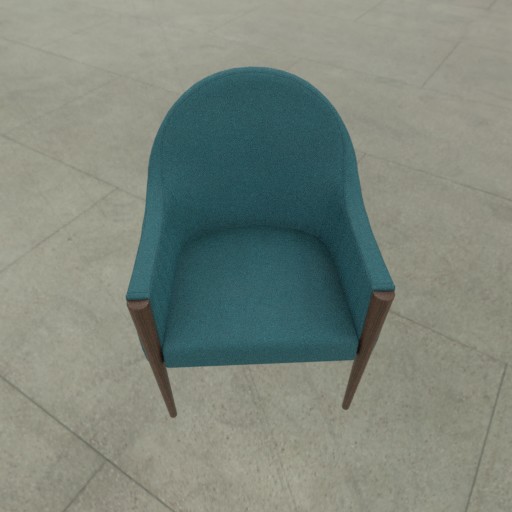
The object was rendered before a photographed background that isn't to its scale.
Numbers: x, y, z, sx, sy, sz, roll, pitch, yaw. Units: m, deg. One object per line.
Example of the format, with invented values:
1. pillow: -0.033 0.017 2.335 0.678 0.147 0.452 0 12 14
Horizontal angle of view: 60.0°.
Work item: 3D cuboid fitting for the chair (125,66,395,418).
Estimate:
1. chair: 0.000 0.000 1.369 0.656 0.907 0.652 -2 46 -2
